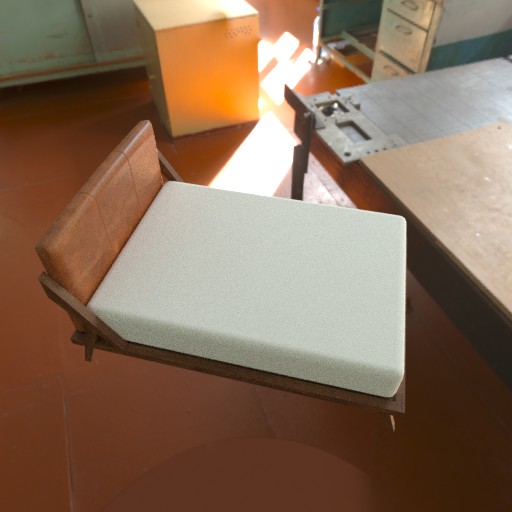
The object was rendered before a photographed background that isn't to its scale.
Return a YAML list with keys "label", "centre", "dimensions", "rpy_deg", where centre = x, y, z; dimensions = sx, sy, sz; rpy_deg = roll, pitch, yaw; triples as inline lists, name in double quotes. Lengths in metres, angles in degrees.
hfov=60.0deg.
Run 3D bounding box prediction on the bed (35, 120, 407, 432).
- label: "bed"
  centre: [0.000, 0.000, 3.295]
  dimensions: [2.311, 1.168, 1.651]
  rpy_deg: [10, 47, 9]
